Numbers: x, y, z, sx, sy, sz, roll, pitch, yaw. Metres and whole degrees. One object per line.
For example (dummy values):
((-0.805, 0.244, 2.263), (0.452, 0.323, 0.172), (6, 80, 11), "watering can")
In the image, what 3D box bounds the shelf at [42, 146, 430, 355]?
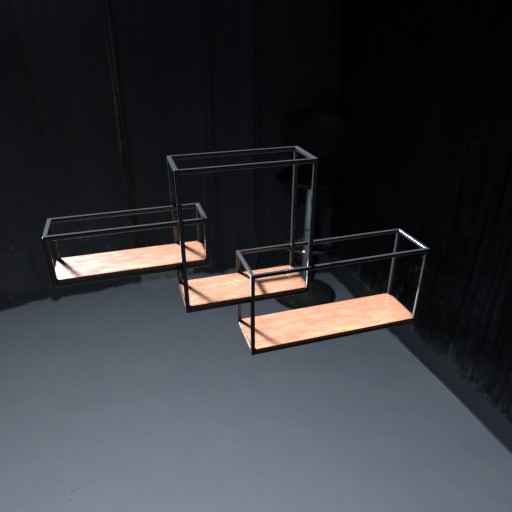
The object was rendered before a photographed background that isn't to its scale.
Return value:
((0.000, 0.000, 2.137), (1.781, 0.972, 0.275), (-8, 28, -15), "shelf")
